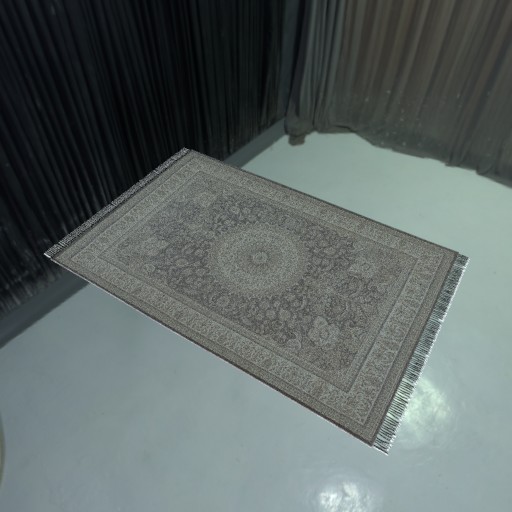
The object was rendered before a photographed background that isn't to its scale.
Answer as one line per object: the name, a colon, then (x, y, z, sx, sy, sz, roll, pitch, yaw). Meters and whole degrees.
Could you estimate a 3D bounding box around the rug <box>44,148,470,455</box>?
rug: (0.000, 0.000, 2.977, 2.440, 0.010, 1.528, 25, 52, 22)
